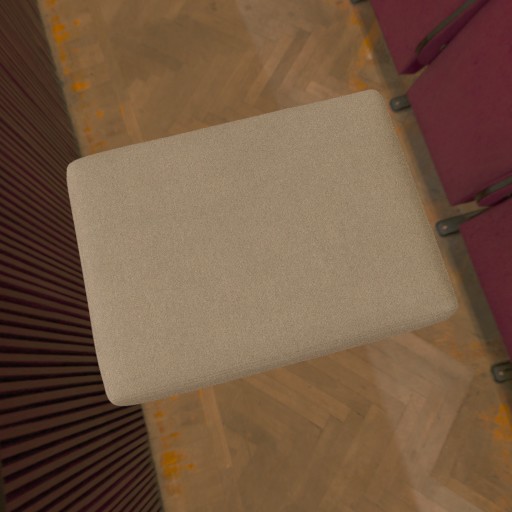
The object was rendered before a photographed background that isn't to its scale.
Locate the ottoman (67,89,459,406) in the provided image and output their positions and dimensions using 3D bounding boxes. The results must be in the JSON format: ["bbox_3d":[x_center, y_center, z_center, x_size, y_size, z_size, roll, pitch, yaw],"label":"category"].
[{"bbox_3d":[0.000,0.000,1.154,0.773,0.499,0.569,-14,77,-3],"label":"ottoman"}]
